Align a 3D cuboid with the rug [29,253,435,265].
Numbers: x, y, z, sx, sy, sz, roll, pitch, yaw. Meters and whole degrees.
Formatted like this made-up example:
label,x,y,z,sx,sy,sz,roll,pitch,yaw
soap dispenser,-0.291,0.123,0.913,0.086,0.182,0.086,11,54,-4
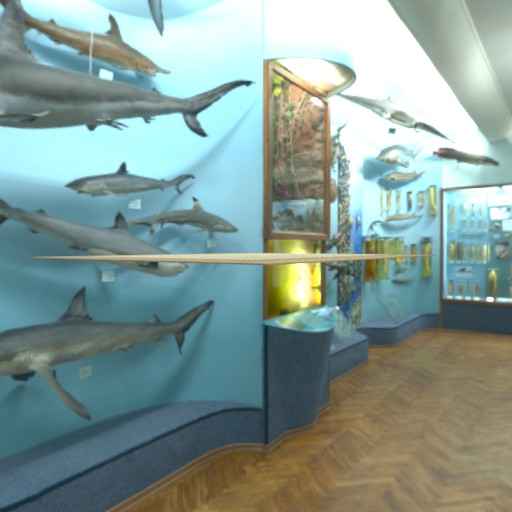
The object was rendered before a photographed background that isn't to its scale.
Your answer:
label,x,y,z,sx,sy,sz,roll,pitch,yaw
rug,0.000,0.000,4.181,2.438,0.014,3.048,1,1,37
